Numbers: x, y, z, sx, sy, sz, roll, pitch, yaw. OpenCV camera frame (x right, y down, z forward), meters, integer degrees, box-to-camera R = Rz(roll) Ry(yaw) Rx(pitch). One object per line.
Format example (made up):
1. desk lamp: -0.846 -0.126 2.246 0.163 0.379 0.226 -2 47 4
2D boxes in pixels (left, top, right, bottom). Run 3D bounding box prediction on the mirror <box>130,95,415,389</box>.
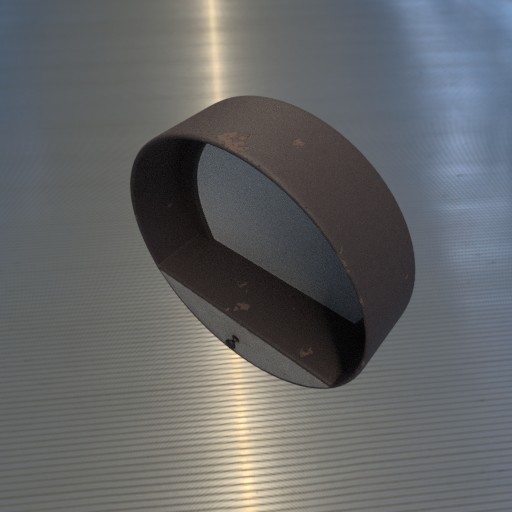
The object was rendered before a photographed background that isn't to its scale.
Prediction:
1. mirror: 0.000 0.000 0.591 0.386 0.386 0.126 31 54 25
